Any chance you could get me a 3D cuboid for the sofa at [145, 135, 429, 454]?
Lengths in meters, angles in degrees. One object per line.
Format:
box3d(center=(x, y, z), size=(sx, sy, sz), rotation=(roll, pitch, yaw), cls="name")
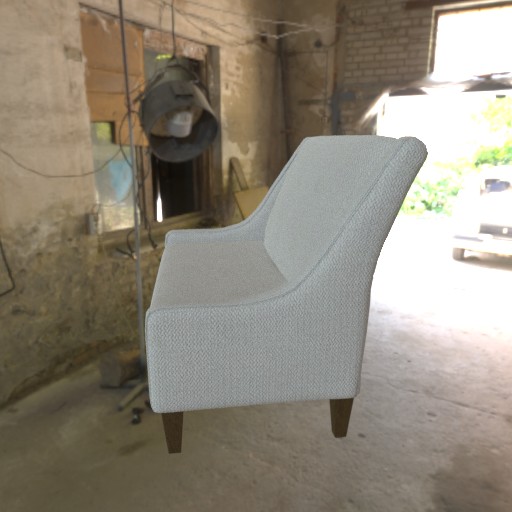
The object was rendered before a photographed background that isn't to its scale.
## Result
box3d(center=(0.000, 0.000, 1.946), size=(0.870, 1.022, 1.242), rotation=(-2, 15, -8), cls="sofa")
